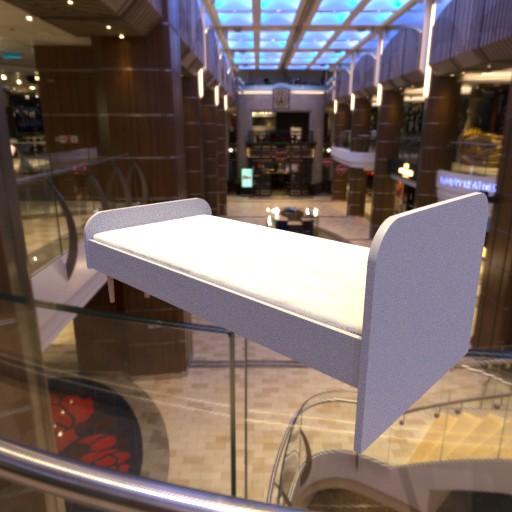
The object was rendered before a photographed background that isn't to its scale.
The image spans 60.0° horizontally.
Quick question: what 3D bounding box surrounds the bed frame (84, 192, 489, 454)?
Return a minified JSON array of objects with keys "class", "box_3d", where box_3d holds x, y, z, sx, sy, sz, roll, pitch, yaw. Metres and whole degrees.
[{"class":"bed frame","box_3d":[0.000,0.000,2.398,1.963,0.805,0.998,15,22,42]}]
